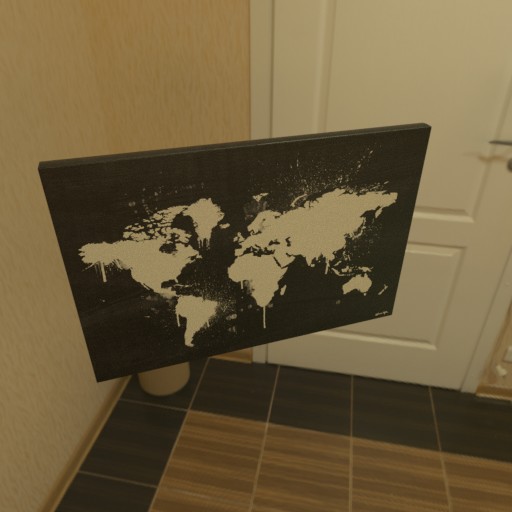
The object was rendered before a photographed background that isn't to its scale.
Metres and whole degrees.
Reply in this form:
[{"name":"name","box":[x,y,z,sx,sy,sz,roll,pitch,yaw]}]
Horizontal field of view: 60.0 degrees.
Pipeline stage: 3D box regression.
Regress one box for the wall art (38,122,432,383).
[{"name":"wall art","box":[0.000,0.000,1.163,0.912,0.612,0.038,-10,34,-15]}]
